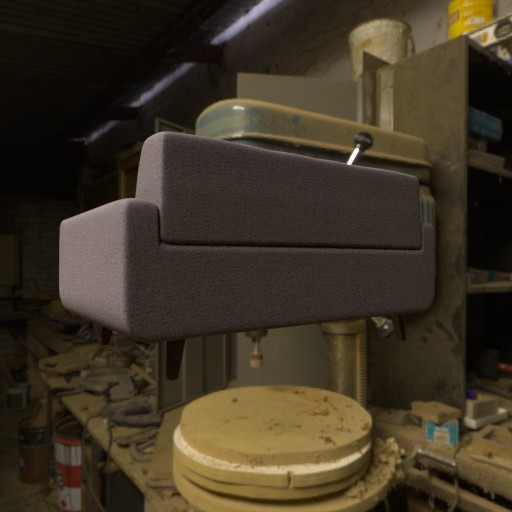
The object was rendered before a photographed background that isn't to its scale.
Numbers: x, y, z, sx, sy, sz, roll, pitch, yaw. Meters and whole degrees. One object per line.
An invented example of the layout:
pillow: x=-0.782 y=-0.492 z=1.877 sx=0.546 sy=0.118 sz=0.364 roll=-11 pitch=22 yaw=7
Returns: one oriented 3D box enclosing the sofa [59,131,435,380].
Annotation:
sofa: x=0.000 y=0.000 z=2.175 sx=1.631 sy=0.841 sz=0.909 roll=0 pitch=-1 yaw=-36
